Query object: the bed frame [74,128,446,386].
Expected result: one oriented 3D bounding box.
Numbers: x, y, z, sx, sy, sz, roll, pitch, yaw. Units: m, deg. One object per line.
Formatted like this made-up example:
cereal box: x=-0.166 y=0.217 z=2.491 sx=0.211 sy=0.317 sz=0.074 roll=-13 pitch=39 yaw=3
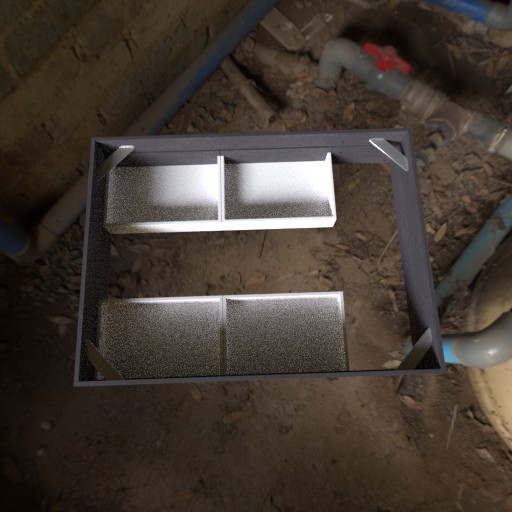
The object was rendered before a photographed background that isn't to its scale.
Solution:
bed frame: x=0.000 y=0.000 z=2.691 sx=1.944 sy=0.459 sz=1.448 roll=-2 pitch=75 yaw=-1
